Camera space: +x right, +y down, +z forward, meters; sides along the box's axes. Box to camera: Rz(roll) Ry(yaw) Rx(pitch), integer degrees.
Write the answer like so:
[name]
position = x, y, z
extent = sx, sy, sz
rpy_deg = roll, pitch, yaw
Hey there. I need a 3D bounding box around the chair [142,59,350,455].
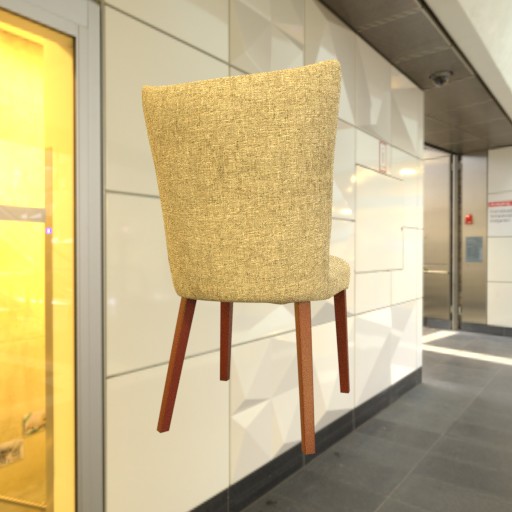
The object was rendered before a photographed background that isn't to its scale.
[chair]
position = 0.000, 0.000, 1.290
extent = 0.535, 0.924, 0.623
rpy_deg = 0, 1, 19
